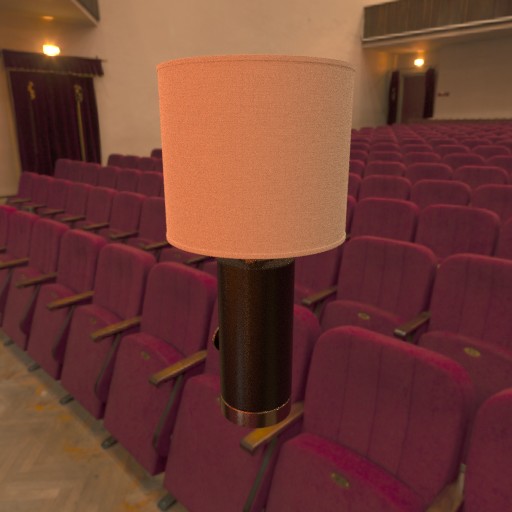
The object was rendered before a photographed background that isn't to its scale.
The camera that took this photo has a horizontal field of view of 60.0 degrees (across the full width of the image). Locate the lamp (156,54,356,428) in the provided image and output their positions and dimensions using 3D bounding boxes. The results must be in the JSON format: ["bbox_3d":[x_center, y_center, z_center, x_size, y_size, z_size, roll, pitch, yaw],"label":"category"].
[{"bbox_3d":[0.000,0.000,0.616,0.241,0.482,0.240,-16,23,-42],"label":"lamp"}]
